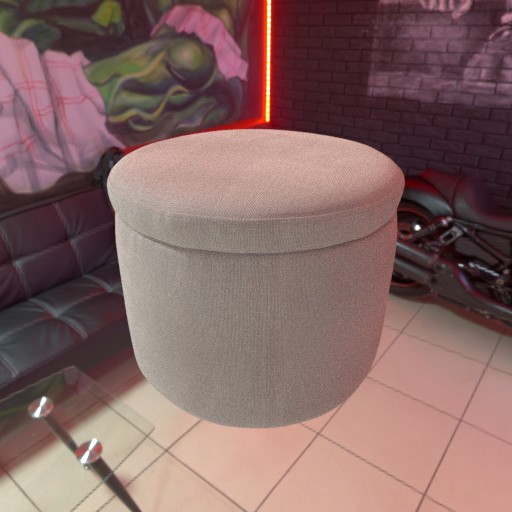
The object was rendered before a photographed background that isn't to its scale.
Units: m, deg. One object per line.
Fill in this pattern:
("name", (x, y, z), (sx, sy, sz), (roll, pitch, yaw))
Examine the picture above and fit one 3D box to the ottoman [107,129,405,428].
("ottoman", (0.000, 0.000, 0.842), (0.497, 0.409, 0.497), (0, 27, 0))
